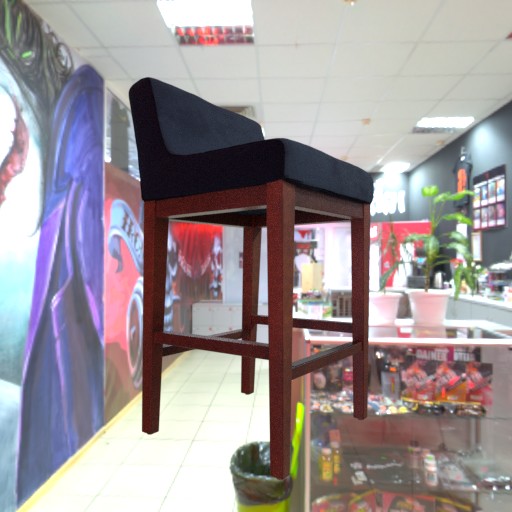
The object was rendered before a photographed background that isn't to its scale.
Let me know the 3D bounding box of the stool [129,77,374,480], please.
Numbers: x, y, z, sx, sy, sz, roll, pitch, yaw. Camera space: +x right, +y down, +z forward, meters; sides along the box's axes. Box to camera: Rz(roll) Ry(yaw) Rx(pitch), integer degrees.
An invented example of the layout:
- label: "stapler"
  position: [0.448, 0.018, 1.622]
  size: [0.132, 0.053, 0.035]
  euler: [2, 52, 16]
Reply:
- label: "stool"
  position: [0.000, 0.000, 1.242]
  size: [0.516, 0.945, 0.511]
  euler: [0, -1, 36]
